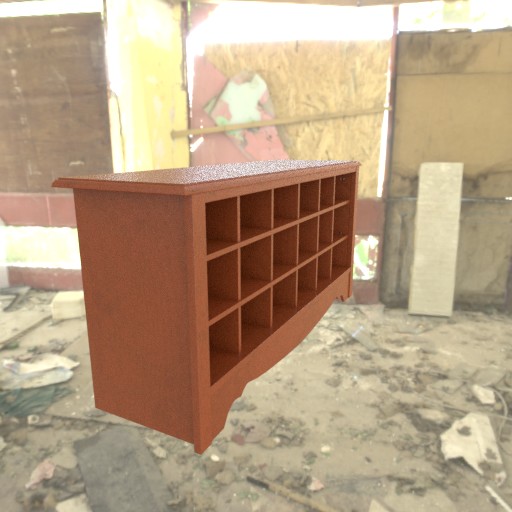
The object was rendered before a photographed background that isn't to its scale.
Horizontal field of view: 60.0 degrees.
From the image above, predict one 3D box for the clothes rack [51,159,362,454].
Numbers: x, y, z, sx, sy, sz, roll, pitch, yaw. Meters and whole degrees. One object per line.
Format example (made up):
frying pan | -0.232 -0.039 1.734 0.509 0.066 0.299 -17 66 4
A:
clothes rack | 0.000 0.000 1.502 0.362 0.594 1.251 7 16 27
